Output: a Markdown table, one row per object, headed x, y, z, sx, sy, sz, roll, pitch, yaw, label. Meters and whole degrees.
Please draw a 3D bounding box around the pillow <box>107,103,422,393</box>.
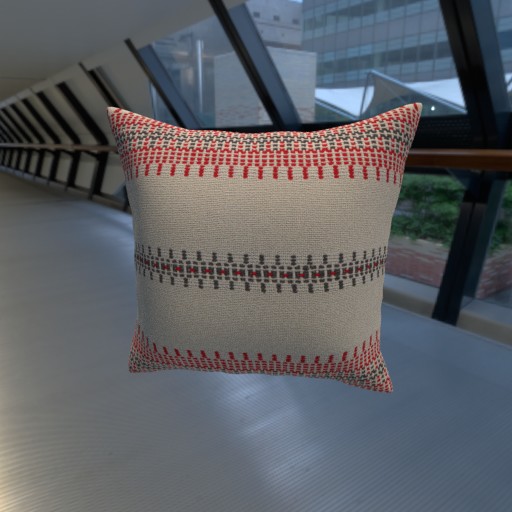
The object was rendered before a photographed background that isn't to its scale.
| x | y | z | sx | sy | sz | roll | pitch | yaw | label |
| --- | --- | --- | --- | --- | --- | --- | --- | --- | --- |
| 0.000 | 0.000 | 0.700 | 0.463 | 0.454 | 0.160 | 2 | 16 | 8 | pillow |
